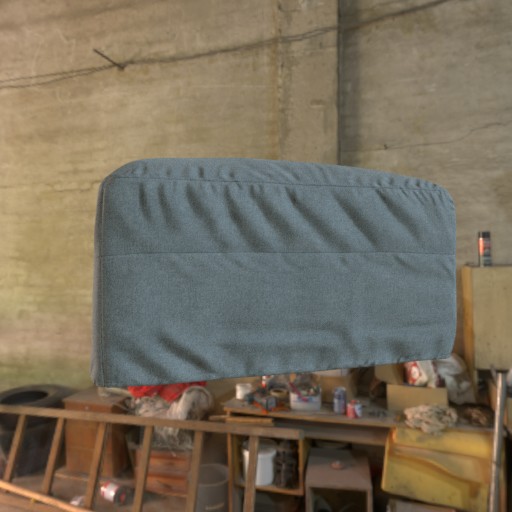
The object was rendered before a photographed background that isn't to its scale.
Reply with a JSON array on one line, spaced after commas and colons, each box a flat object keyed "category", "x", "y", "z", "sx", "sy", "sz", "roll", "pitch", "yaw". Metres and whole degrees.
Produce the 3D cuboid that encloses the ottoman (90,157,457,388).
[{"category": "ottoman", "x": 0.000, "y": 0.000, "z": 1.225, "sx": 0.837, "sy": 0.481, "sz": 0.683, "roll": 0, "pitch": 0, "yaw": -17}]
